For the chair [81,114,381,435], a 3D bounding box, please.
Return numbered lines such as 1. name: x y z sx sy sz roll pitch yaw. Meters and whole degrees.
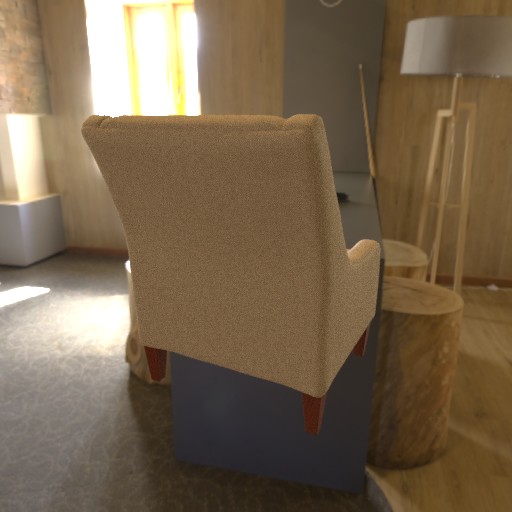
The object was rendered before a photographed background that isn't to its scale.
1. chair: 0.000 0.000 1.668 0.774 1.014 0.870 9 20 26
